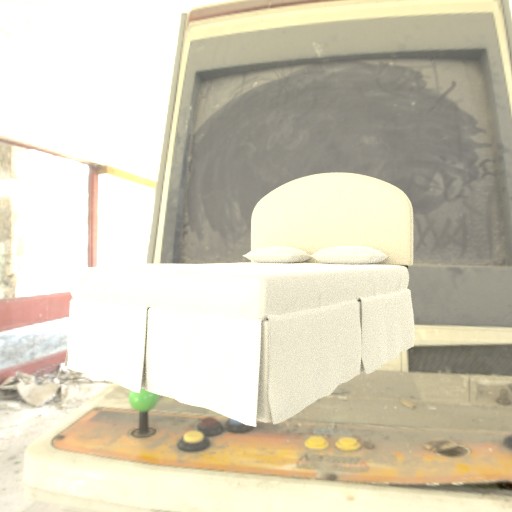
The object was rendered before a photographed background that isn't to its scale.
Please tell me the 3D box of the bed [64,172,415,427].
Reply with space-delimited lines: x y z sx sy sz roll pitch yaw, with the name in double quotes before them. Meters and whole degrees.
"bed" 0.000 0.000 3.055 1.607 1.410 2.005 0 0 37
